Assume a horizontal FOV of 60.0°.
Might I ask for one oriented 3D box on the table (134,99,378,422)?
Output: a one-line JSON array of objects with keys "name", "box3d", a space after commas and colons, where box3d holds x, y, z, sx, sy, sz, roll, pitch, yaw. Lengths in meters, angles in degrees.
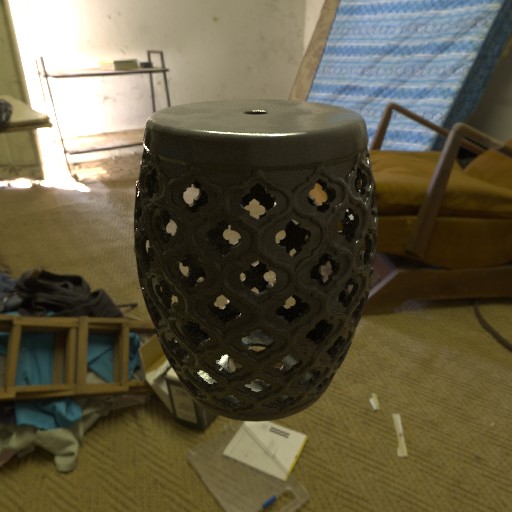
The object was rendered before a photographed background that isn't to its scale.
[{"name": "table", "box3d": [0.000, 0.000, 0.623, 0.325, 0.388, 0.325, 0, 27, 0]}]
